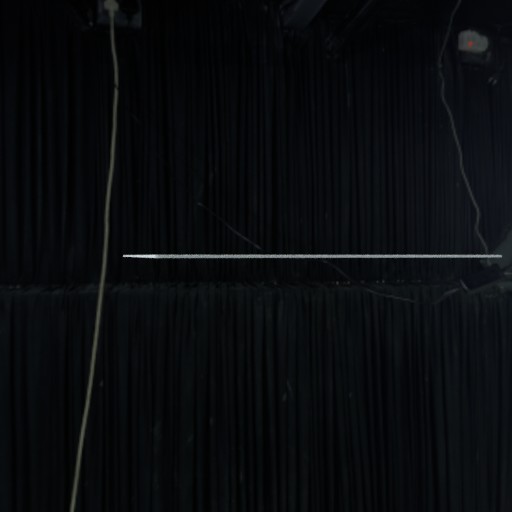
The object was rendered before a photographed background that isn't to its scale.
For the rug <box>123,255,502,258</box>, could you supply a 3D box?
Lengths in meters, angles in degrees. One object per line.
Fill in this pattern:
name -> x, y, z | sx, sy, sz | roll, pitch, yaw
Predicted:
rug -> 0.000, 0.000, 2.125 | 1.143, 0.008, 1.753 | 0, 0, -19
